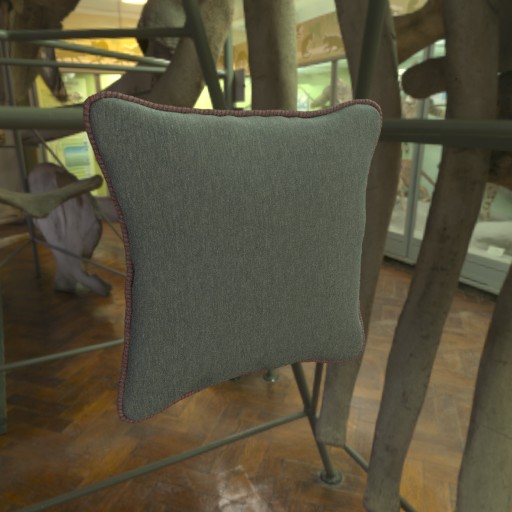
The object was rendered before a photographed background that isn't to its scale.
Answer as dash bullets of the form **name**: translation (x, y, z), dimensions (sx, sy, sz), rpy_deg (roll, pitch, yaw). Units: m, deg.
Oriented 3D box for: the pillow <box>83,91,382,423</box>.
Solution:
- **pillow**: translation (0.000, 0.000, 0.719), dimensions (0.482, 0.491, 0.124), rpy_deg (-8, 19, -25)
